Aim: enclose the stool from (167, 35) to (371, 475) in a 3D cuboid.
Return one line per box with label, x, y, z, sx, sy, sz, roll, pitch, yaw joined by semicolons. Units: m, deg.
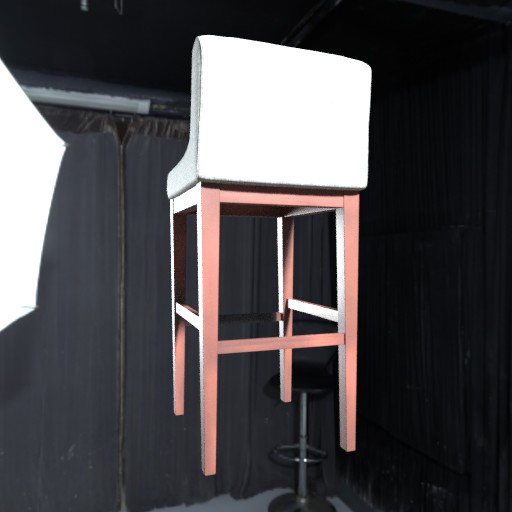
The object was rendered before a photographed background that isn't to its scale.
stool;0.000;0.000;1.224;0.426;0.965;0.499;0;0;-20
